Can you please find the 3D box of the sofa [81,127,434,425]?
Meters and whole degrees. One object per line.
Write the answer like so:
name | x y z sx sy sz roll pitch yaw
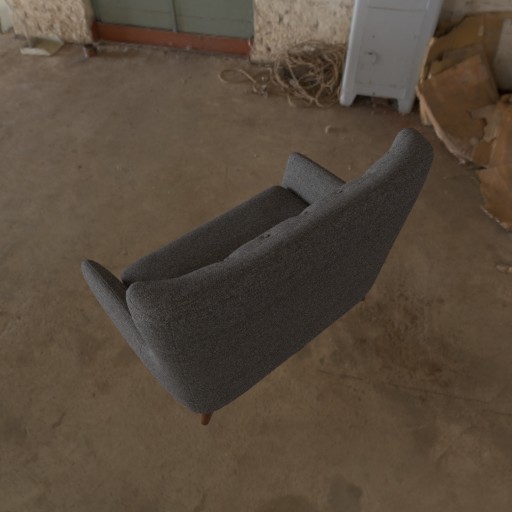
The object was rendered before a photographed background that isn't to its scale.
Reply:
sofa | 0.000 0.000 2.034 1.358 1.028 0.874 -32 55 -26
